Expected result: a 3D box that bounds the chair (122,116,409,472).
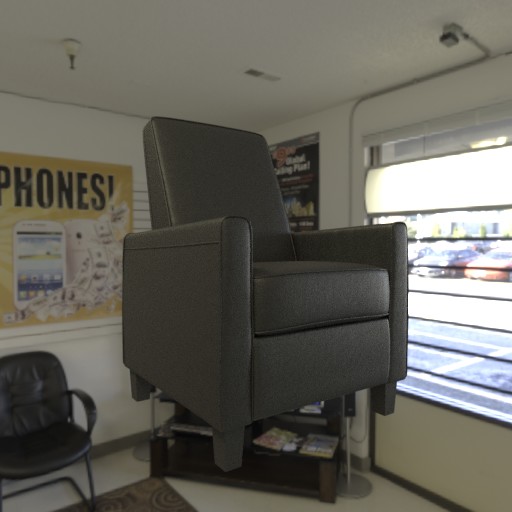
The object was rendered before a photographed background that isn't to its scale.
[{"bbox_3d":[0.000,0.000,1.501,0.705,1.013,0.746,-1,2,-35],"label":"chair"}]
